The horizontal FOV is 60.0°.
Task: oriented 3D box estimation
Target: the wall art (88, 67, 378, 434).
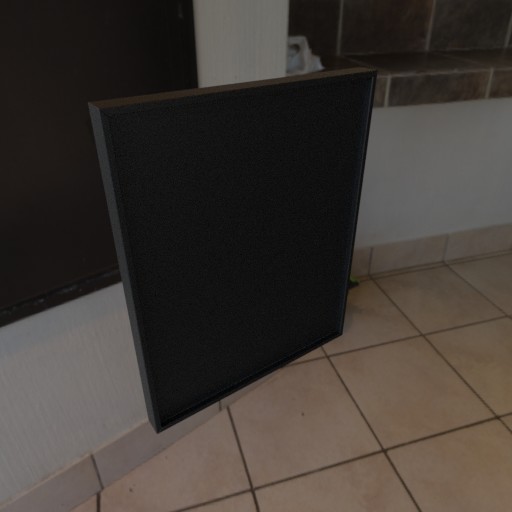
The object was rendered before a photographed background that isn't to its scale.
[{"bbox_3d":[0.000,0.000,0.754,0.449,0.555,0.039,-20,37,-29],"label":"wall art"}]
